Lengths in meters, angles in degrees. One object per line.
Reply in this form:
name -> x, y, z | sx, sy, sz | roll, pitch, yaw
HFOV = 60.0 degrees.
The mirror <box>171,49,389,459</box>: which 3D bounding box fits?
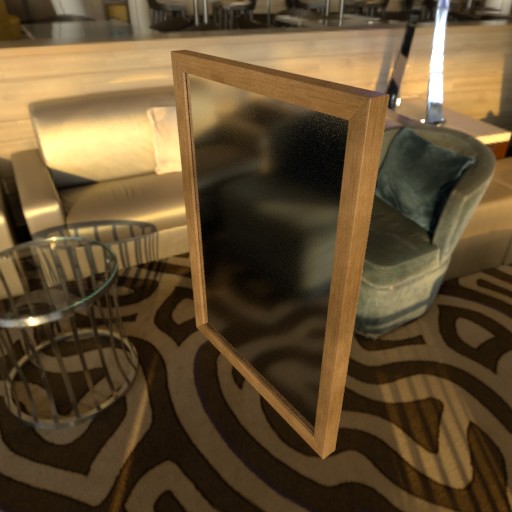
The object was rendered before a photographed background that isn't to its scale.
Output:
mirror -> 0.000, 0.000, 0.896 | 0.040, 0.710, 0.507 | -22, 38, -31
